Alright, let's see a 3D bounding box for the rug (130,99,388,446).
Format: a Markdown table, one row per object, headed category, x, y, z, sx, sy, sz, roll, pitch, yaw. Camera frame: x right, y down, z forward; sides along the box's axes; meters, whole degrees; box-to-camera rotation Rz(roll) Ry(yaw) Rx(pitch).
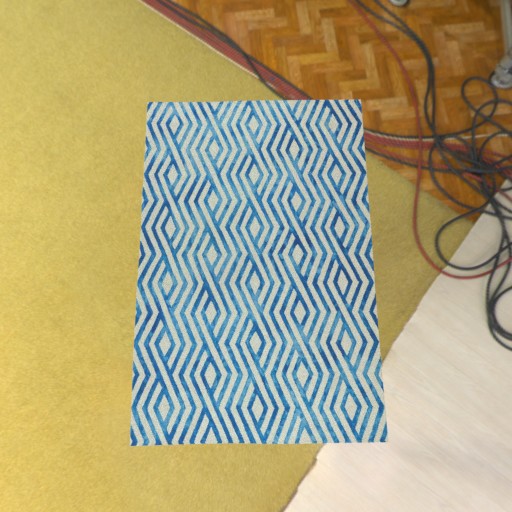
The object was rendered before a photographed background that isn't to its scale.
| category | x | y | z | sx | sy | sz | roll | pitch | yaw |
| --- | --- | --- | --- | --- | --- | --- | --- | --- | --- |
| rug | 0.000 | 0.000 | 2.313 | 1.225 | 0.008 | 1.830 | -1 | 76 | 0 |
